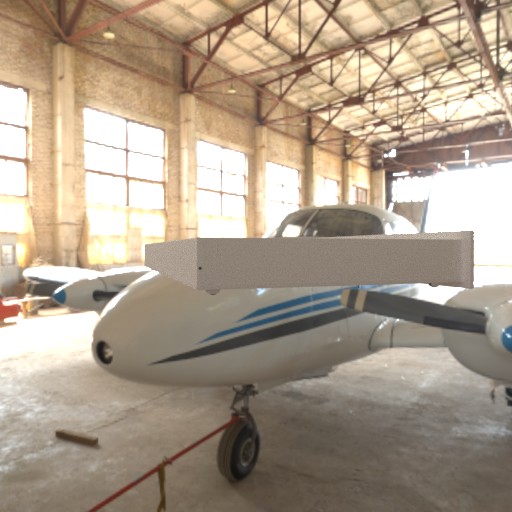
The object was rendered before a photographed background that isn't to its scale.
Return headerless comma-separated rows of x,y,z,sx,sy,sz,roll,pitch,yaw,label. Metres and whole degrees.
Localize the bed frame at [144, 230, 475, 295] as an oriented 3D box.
0.000,0.000,1.573,0.670,0.141,1.300,0,1,-19,bed frame
